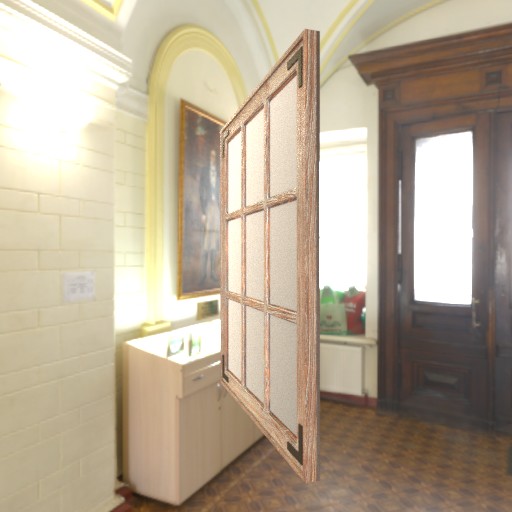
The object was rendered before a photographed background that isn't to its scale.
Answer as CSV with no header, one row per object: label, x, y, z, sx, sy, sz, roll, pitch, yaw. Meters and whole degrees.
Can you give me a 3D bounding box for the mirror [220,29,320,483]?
mirror,0.000,0.000,1.213,0.032,0.882,0.730,0,0,-18
